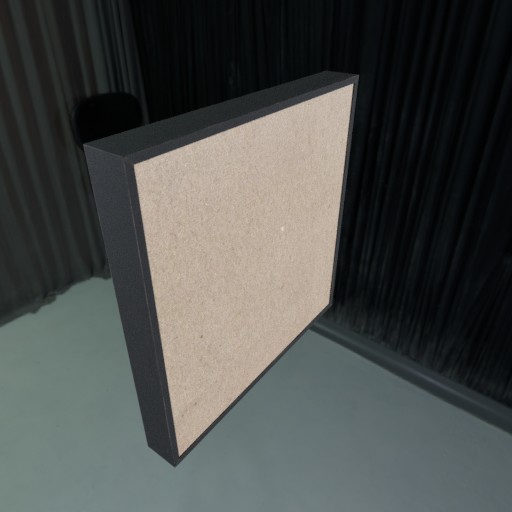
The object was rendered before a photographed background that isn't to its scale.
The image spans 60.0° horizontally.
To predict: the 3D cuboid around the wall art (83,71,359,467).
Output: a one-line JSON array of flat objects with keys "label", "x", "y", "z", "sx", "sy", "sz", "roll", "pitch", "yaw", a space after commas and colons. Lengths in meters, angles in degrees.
[{"label": "wall art", "x": 0.000, "y": 0.000, "z": 0.449, "sx": 0.038, "sy": 0.305, "sz": 0.305, "roll": 22, "pitch": 39, "yaw": 30}]
